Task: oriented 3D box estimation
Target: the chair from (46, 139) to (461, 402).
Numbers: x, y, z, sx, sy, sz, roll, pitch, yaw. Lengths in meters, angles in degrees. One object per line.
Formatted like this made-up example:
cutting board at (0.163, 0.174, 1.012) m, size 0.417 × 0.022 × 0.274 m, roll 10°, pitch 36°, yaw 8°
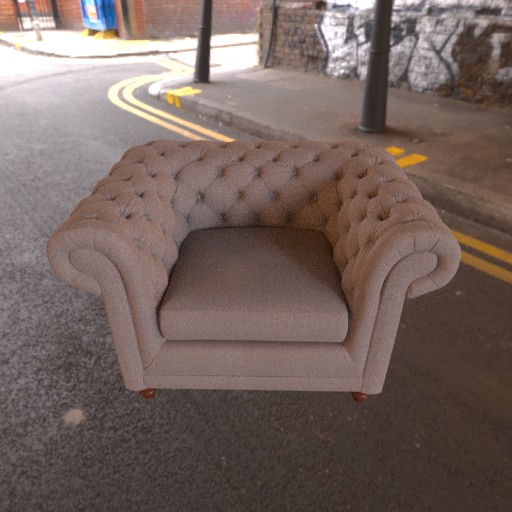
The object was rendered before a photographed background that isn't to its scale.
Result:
chair at (0.000, 0.000, 1.864) m, size 1.270 × 0.770 × 0.976 m, roll 1°, pitch 31°, yaw 1°
